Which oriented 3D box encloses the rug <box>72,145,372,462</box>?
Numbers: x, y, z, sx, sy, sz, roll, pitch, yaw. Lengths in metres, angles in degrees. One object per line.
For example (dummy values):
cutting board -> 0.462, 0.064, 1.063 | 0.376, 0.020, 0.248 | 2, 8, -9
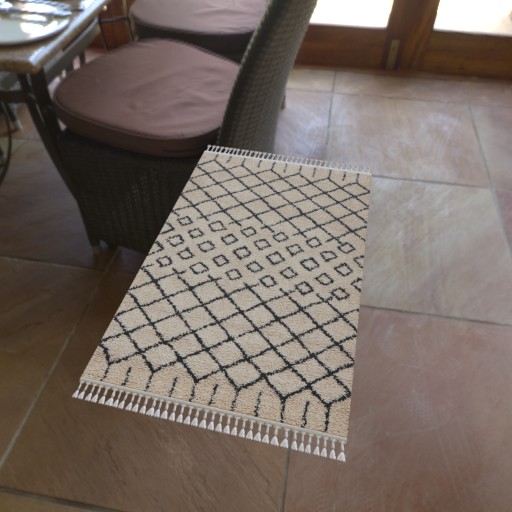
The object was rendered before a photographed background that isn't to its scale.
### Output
rug -> 0.000, 0.000, 2.507 | 1.196, 0.008, 2.006 | 10, 48, 9
